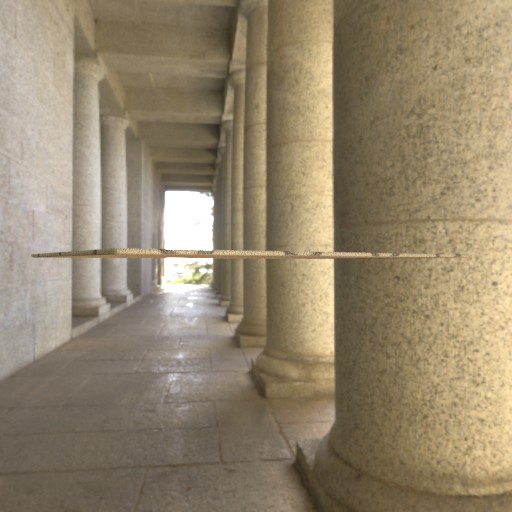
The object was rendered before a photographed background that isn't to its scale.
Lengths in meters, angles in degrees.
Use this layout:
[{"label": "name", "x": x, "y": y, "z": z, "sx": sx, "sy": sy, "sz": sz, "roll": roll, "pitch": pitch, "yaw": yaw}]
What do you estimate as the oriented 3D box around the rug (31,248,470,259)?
[{"label": "rug", "x": 0.000, "y": 0.000, "z": 3.258, "sx": 2.701, "sy": 0.026, "sz": 1.801, "roll": 1, "pitch": -1, "yaw": -36}]
